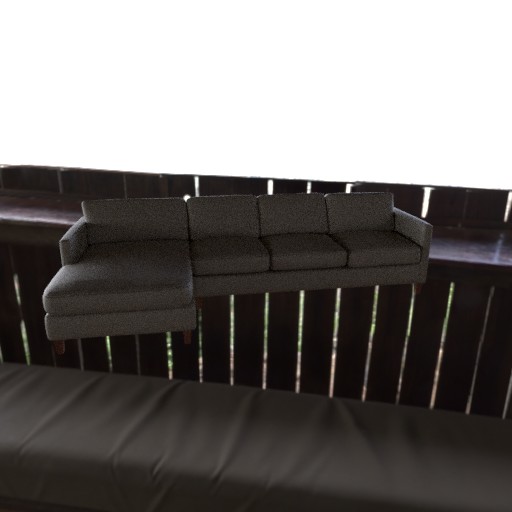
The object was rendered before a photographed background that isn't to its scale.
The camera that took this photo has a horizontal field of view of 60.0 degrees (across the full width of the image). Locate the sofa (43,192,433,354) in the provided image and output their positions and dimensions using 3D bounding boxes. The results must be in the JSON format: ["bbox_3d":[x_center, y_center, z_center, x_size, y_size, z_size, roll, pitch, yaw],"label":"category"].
[{"bbox_3d":[0.000,0.000,3.873,3.201,0.876,1.502,-3,18,-9],"label":"sofa"}]
